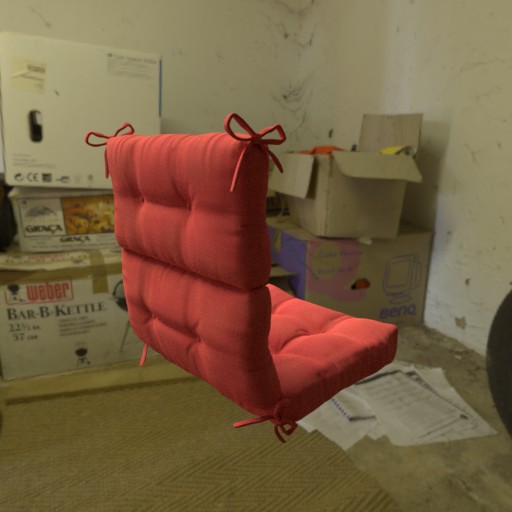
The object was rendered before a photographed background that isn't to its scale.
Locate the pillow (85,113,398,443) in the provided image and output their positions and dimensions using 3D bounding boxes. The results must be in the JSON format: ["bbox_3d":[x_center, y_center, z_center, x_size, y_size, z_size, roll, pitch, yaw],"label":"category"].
[{"bbox_3d":[0.000,0.000,1.046,0.571,0.605,0.519,-13,20,-42],"label":"pillow"}]
